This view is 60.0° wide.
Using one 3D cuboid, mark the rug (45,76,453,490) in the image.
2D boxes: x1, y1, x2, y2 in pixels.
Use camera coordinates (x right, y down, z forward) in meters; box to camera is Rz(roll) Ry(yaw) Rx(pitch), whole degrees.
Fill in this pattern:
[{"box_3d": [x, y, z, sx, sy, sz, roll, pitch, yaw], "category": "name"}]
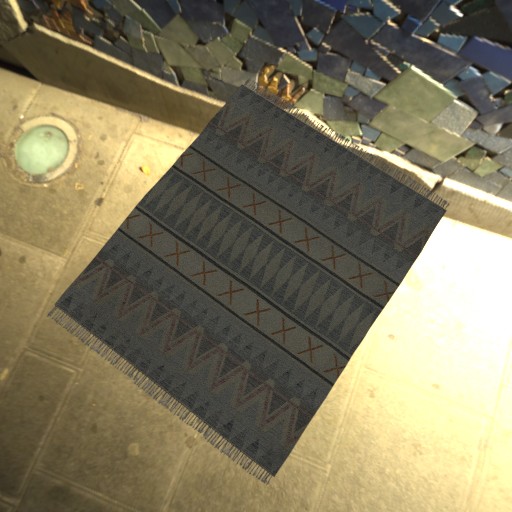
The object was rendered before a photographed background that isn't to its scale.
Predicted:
[{"box_3d": [0.000, 0.000, 3.974, 2.371, 0.012, 3.000, 35, 77, 9], "category": "rug"}]
